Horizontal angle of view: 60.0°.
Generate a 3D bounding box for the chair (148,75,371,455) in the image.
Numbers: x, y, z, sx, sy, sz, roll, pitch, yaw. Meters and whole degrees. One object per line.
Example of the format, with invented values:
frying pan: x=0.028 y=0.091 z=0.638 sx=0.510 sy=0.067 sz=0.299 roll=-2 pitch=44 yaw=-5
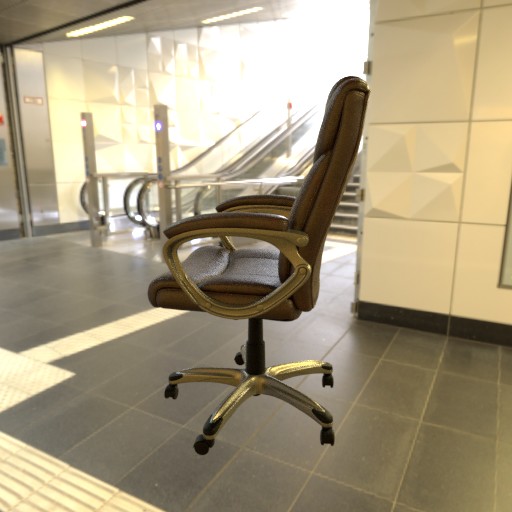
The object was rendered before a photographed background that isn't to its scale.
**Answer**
chair: x=0.000 y=0.000 z=1.540 sx=0.692 sy=1.128 sz=0.656 roll=2 pitch=13 yaw=9
